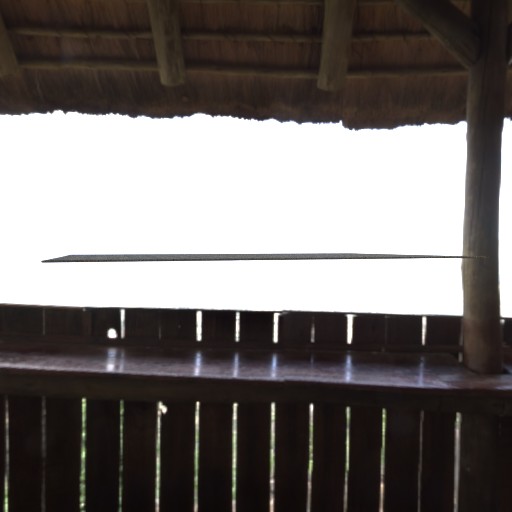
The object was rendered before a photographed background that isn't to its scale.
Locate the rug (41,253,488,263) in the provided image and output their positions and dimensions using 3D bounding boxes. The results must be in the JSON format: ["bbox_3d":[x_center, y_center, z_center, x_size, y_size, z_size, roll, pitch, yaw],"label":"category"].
[{"bbox_3d":[0.000,0.000,2.986,2.435,0.011,1.517,0,1,-19],"label":"rug"}]
